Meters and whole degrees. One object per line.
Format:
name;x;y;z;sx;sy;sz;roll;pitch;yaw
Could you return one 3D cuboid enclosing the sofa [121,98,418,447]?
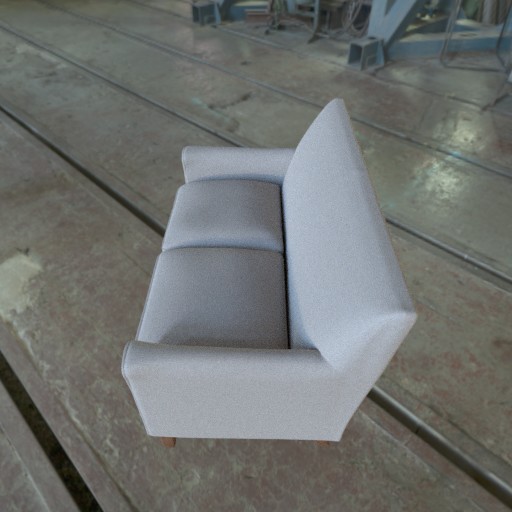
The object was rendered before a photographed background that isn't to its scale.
sofa;0.000;0.000;2.017;0.888;0.890;1.482;1;41;1
